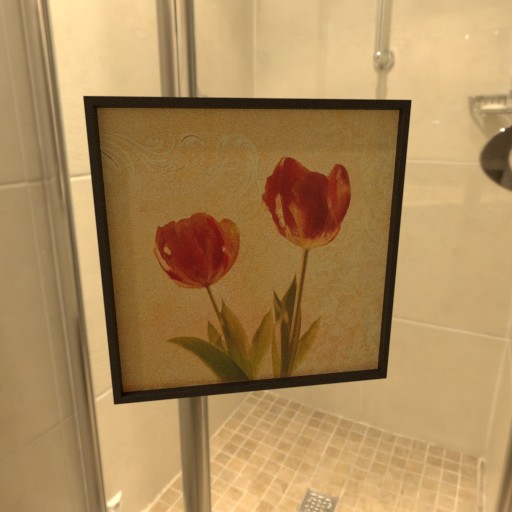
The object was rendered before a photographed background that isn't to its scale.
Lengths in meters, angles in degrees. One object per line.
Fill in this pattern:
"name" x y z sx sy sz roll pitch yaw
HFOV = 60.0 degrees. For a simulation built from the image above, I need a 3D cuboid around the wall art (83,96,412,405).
"wall art" 0.000 0.000 1.201 0.805 0.807 0.043 -3 16 -9
